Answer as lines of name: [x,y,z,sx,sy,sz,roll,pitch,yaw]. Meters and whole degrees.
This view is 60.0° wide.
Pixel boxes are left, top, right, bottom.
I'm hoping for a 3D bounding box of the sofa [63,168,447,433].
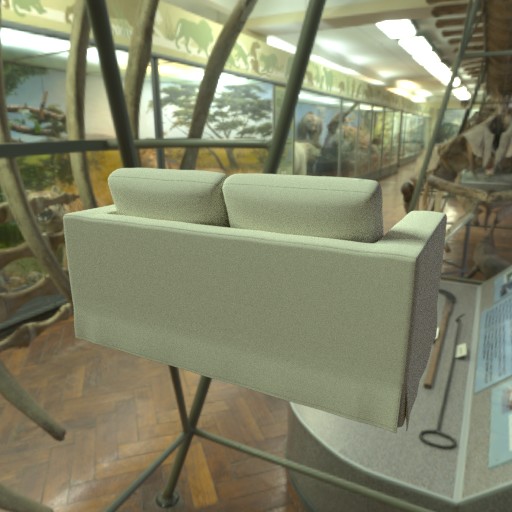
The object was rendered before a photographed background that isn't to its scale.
sofa: [0.000,0.000,2.391,1.813,0.932,1.009,8,17,27]
